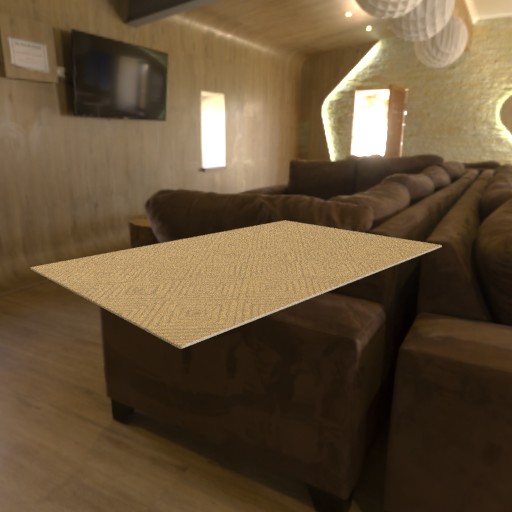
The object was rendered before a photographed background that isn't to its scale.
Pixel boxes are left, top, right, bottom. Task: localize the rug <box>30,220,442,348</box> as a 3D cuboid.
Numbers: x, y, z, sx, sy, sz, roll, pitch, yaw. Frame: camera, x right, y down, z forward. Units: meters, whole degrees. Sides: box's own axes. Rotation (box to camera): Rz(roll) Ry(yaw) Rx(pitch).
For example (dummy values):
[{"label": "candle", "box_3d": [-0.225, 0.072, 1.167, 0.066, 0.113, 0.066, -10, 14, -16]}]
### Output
[{"label": "rug", "box_3d": [0.000, 0.000, 2.220, 1.143, 0.008, 1.753, 14, 20, 43]}]
